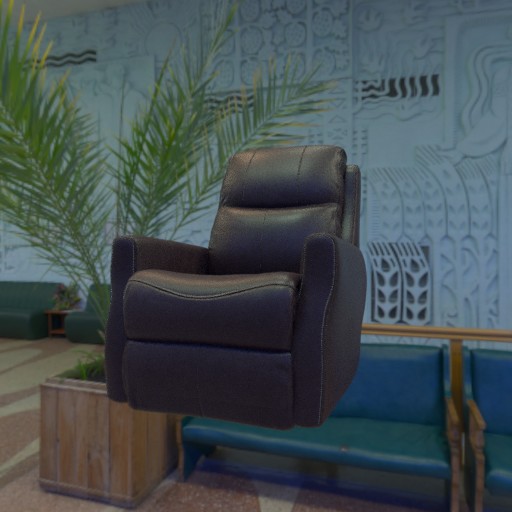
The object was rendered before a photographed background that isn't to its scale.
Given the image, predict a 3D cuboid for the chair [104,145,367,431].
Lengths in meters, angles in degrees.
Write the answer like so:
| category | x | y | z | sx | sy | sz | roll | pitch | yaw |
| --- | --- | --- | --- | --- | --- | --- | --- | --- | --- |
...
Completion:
| category | x | y | z | sx | sy | sz | roll | pitch | yaw |
| --- | --- | --- | --- | --- | --- | --- | --- | --- | --- |
| chair | 0.000 | 0.000 | 1.775 | 0.829 | 1.030 | 1.080 | 0 | 1 | 19 |
